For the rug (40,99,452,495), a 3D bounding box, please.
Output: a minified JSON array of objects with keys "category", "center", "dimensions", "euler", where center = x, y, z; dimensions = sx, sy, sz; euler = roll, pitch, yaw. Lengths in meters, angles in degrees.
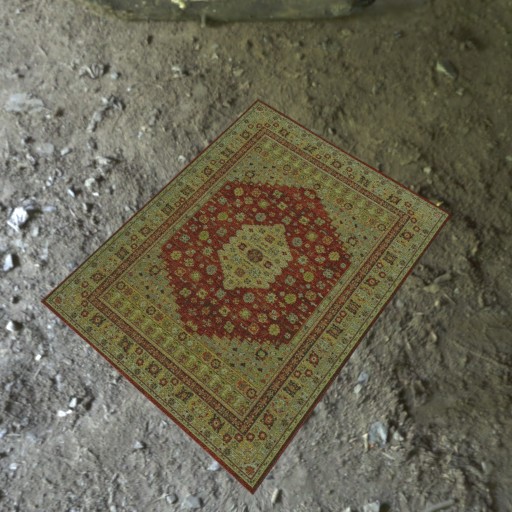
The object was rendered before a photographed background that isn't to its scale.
[{"category":"rug","center":[0.000,0.000,4.066],"dimensions":[2.387,0.013,3.053],"euler":[36,69,16]}]
